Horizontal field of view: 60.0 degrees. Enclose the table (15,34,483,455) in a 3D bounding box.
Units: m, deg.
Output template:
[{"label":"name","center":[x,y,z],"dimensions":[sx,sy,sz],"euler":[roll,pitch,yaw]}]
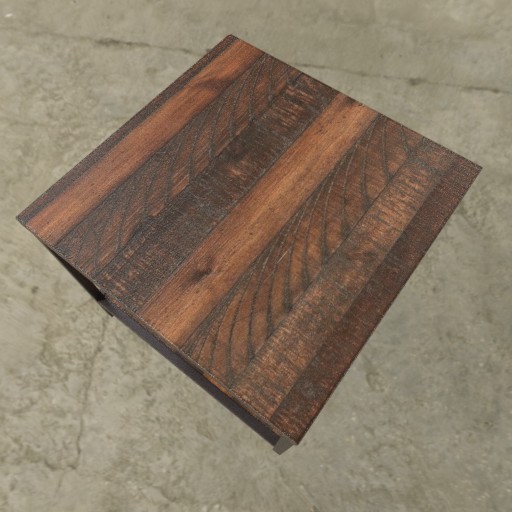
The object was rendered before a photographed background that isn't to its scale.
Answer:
[{"label":"table","center":[0.000,0.000,0.947],"dimensions":[0.553,0.482,0.548],"euler":[34,69,15]}]
